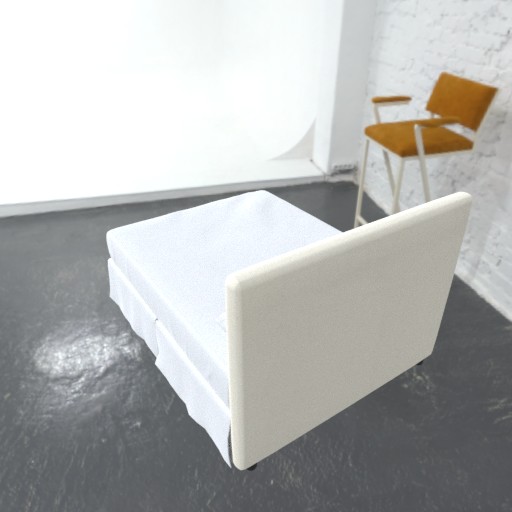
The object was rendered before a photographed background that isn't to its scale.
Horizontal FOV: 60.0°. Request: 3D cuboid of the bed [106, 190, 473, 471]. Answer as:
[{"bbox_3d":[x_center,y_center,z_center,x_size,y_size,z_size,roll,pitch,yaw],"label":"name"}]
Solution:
[{"bbox_3d":[0.000,0.000,3.251,1.713,1.330,2.142,-19,36,-29],"label":"bed"}]
